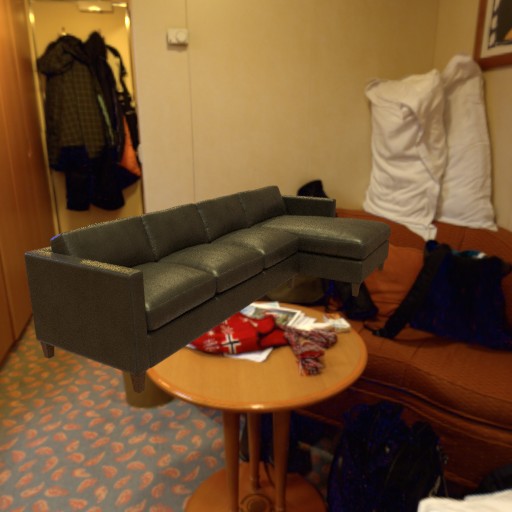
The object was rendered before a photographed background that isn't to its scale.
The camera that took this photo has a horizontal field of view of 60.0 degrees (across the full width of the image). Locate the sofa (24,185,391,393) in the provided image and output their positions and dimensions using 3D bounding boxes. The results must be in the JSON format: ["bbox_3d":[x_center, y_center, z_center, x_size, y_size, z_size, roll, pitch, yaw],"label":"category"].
[{"bbox_3d":[0.000,0.000,3.847,1.581,0.883,3.203,9,18,29],"label":"sofa"}]
